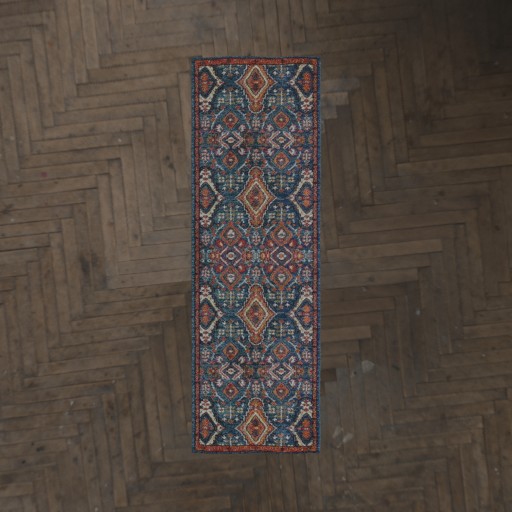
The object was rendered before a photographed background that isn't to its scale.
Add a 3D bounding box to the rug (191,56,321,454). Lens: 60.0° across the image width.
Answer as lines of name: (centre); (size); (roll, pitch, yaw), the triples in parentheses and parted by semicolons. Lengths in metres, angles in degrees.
rug: (0.000, 0.000, 2.739); (0.801, 0.010, 2.459); (0, 91, 0)
